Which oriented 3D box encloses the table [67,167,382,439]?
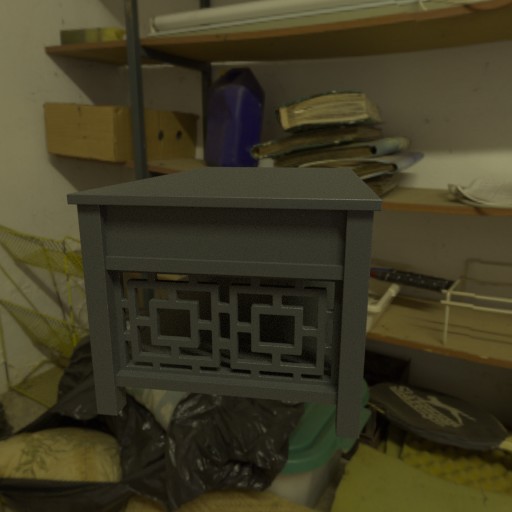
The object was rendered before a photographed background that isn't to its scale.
[{"bbox_3d":[0.000,0.000,1.394,0.612,0.493,1.068,2,14,8],"label":"table"}]
